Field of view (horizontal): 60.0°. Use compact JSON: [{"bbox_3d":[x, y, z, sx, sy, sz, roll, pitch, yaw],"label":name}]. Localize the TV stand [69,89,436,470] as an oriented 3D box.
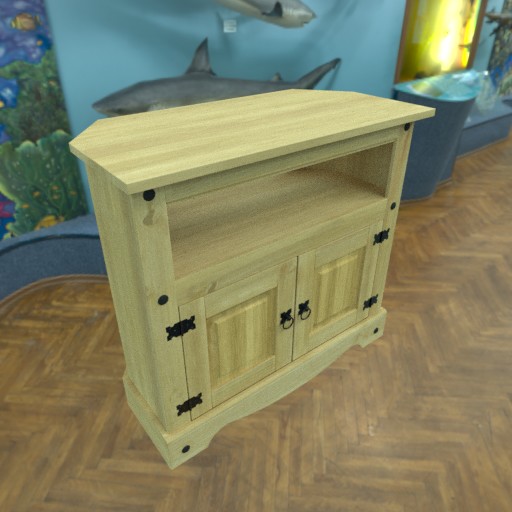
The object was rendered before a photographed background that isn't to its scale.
[{"bbox_3d":[0.000,0.000,1.272,0.851,0.781,0.425,-22,37,-32],"label":"TV stand"}]
